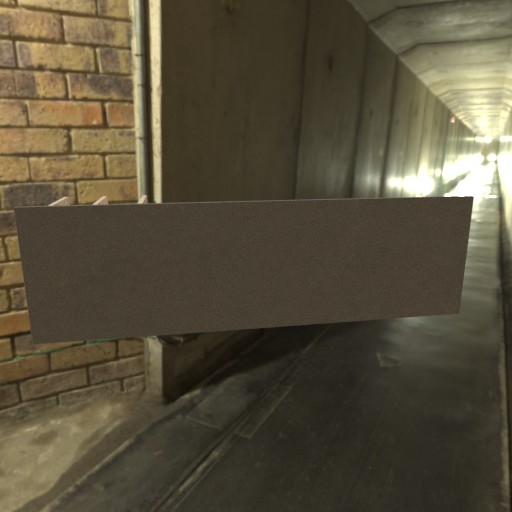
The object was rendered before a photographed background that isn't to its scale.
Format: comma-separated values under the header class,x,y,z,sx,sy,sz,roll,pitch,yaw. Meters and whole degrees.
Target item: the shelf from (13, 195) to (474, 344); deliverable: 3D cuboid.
class,x,y,z,sx,sy,sz,roll,pitch,yaw
shelf,0.000,0.000,1.104,1.020,0.300,0.200,-3,15,-10
